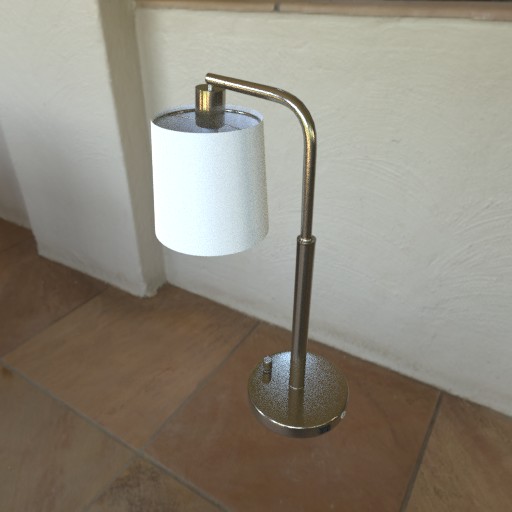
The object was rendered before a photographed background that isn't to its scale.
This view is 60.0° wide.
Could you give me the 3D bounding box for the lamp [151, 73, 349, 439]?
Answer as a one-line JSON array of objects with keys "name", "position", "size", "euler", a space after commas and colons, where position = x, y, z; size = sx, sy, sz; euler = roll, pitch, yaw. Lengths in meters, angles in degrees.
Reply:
[{"name": "lamp", "position": [0.000, 0.000, 0.649], "size": [0.333, 0.489, 0.171], "euler": [20, 37, 29]}]
